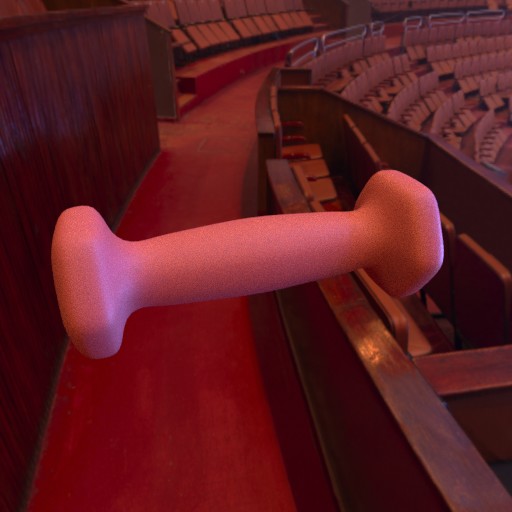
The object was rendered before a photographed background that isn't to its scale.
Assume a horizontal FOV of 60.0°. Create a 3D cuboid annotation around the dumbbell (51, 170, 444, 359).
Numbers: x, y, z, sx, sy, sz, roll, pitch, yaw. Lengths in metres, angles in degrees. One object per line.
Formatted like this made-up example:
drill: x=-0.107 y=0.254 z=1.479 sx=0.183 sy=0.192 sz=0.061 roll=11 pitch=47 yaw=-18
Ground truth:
dumbbell: x=0.000 y=0.000 z=0.149 sx=0.123 sy=0.043 sz=0.047 roll=-9 pitch=32 yaw=-15
